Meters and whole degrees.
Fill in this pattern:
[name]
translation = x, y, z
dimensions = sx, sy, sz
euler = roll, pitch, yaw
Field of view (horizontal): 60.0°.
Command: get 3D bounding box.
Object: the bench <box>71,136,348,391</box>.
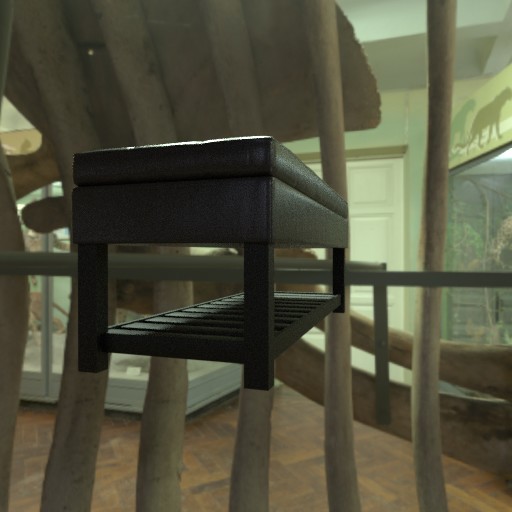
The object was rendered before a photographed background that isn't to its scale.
[bench]
translation = 0.000, 0.000, 1.341
dimensions = 0.432, 0.460, 1.105
euler = 0, 0, 18
